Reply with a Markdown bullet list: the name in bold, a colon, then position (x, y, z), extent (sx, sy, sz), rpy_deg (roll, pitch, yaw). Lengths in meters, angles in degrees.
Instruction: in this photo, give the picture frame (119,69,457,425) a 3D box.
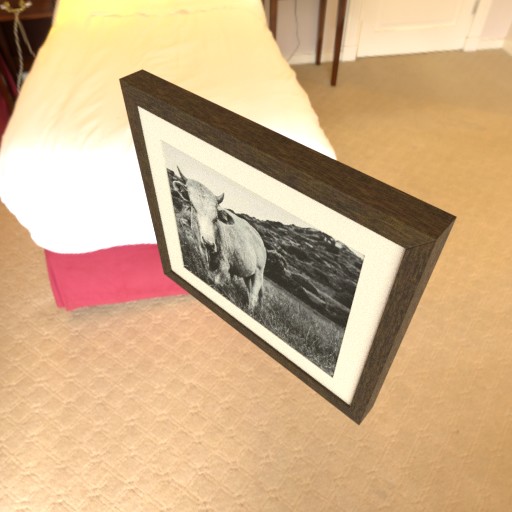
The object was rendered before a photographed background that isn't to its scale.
- **picture frame**: position (0.000, 0.000, 0.533), extent (0.378, 0.330, 0.033), rpy_deg (33, 55, 27)
